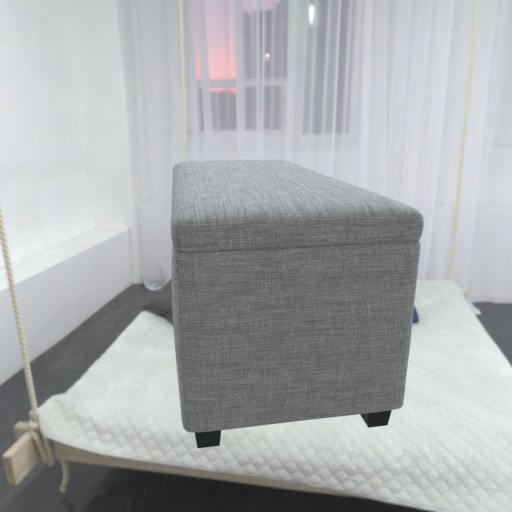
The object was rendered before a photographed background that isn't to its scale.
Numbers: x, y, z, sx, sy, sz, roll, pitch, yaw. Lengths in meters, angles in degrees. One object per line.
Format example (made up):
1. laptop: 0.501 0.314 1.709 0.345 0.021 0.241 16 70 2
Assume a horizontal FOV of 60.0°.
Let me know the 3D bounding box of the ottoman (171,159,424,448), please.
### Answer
1. ottoman: 0.000 0.000 1.137 0.419 0.432 0.902 -3 17 -10
